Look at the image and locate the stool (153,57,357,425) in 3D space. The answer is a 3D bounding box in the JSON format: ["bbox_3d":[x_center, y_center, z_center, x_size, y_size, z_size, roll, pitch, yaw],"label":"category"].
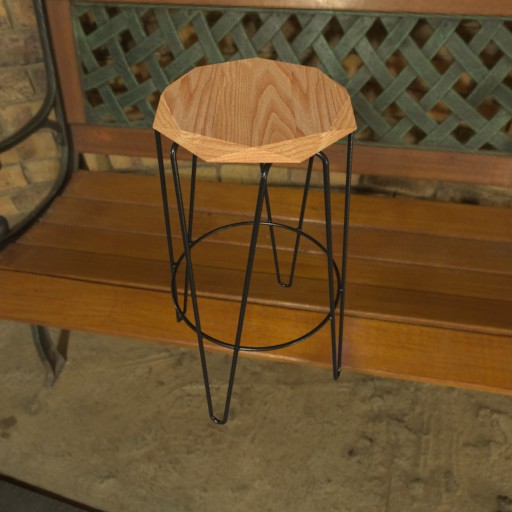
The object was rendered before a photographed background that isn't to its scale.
[{"bbox_3d":[0.000,0.000,0.810,0.326,0.610,0.326,-16,48,-15],"label":"stool"}]
